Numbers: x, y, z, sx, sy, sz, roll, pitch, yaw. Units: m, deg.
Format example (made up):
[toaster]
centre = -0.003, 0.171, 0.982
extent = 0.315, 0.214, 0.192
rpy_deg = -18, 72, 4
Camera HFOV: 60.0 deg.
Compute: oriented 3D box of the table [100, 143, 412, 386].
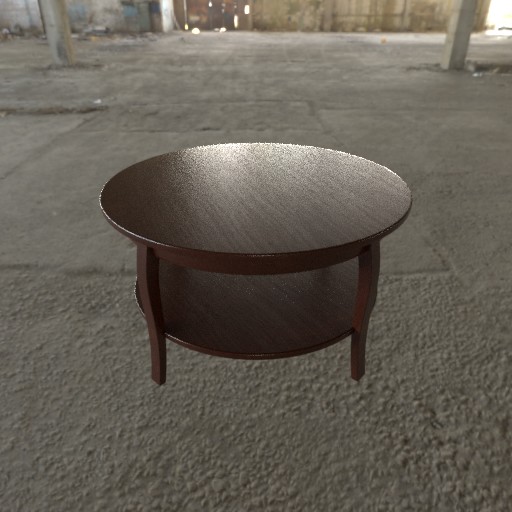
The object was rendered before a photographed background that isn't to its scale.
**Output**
[table]
centre = 0.000, 0.000, 1.472
extent = 0.911, 0.512, 0.911
rpy_deg = 0, 29, 0
